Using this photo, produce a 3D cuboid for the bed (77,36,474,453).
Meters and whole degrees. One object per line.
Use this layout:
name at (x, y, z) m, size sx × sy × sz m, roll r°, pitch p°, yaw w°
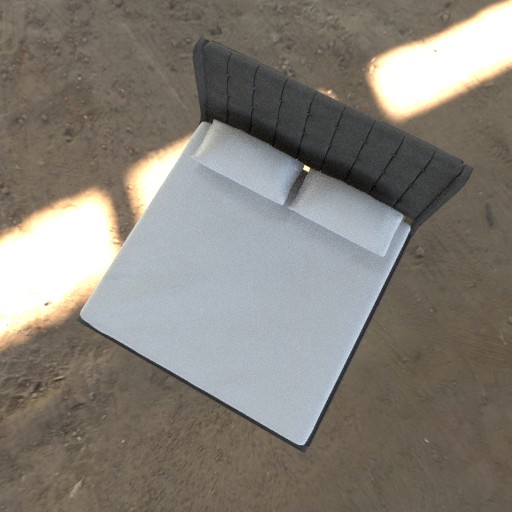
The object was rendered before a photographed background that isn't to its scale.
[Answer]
bed at (0.000, 0.000, 2.518) m, size 1.531 × 0.933 × 1.638 m, roll 28°, pitch 79°, yaw 6°
